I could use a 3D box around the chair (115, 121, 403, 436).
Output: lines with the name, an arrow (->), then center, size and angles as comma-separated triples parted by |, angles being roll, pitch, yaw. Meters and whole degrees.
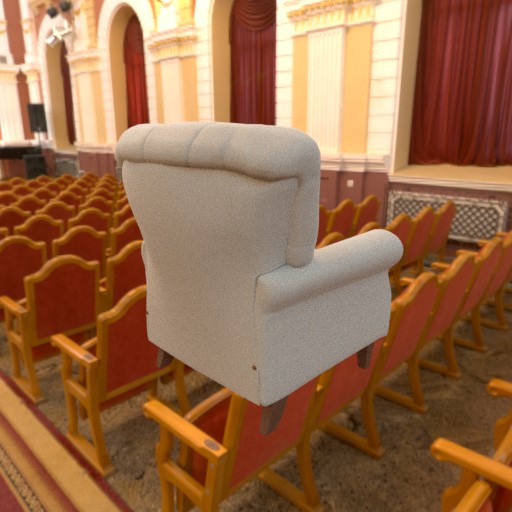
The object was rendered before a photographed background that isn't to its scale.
chair -> 0.000, 0.000, 2.125 | 1.090, 1.217, 1.128 | 15, 21, 43
